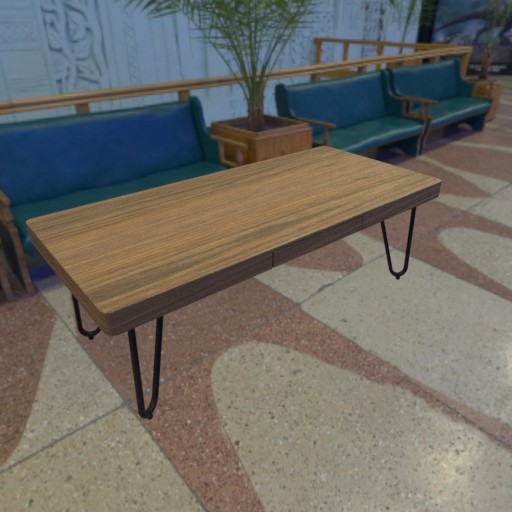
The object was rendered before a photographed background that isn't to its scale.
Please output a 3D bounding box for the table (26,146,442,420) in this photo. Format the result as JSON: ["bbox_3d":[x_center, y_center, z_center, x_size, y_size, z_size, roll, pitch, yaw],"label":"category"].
[{"bbox_3d":[0.000,0.000,1.675,1.375,0.468,0.637,-22,36,-33],"label":"table"}]
